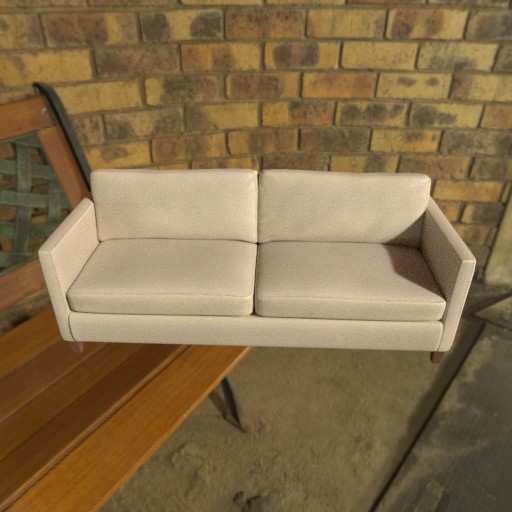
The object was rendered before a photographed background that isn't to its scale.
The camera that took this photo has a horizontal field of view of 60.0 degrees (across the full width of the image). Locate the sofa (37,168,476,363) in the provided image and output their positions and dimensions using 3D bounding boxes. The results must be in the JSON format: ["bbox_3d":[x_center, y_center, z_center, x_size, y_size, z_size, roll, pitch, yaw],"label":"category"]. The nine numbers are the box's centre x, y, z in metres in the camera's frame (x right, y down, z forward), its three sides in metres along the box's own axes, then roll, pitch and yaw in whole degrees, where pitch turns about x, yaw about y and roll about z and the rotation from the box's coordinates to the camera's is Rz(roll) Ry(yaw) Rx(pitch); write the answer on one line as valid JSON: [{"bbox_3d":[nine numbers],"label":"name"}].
[{"bbox_3d":[0.000,0.000,2.860,2.361,0.968,0.951,1,32,2],"label":"sofa"}]
